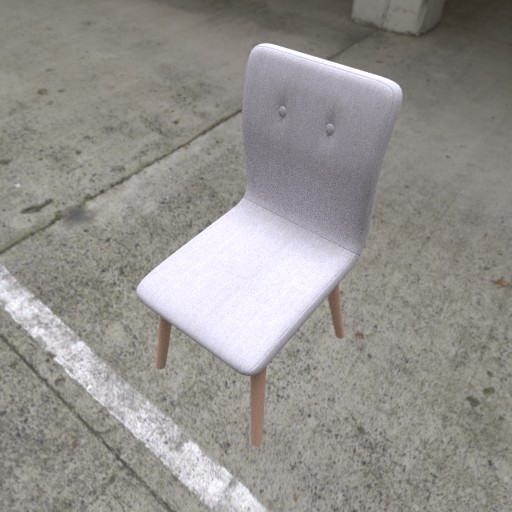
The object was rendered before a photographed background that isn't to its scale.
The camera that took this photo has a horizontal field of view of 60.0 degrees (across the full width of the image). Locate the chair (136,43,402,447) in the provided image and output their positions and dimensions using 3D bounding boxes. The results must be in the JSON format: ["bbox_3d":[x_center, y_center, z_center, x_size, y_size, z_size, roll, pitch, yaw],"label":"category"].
[{"bbox_3d":[0.000,0.000,1.197,0.435,0.885,0.550,30,53,26],"label":"chair"}]
